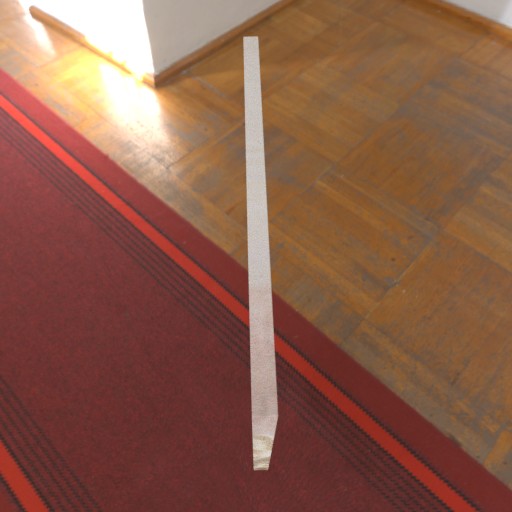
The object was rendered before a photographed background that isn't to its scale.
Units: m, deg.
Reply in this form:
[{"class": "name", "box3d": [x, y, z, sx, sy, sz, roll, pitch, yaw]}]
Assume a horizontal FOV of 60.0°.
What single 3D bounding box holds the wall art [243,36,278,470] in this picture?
[{"class": "wall art", "box3d": [0.000, 0.000, 1.123, 0.040, 0.608, 0.916, -1, 58, -1]}]
